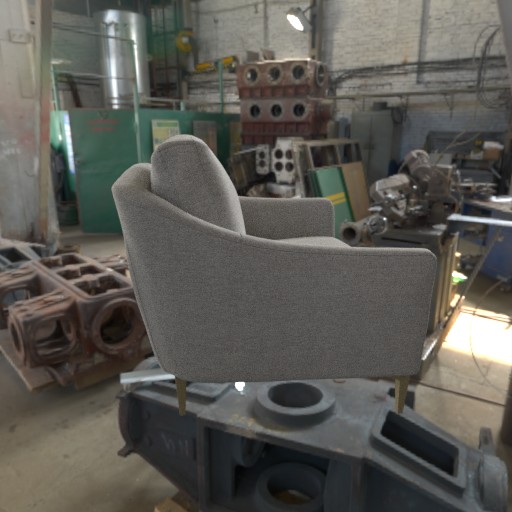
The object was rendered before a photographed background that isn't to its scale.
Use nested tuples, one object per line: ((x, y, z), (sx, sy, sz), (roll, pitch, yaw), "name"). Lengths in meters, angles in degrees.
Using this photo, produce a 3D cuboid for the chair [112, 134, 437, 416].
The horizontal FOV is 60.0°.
((0.000, 0.000, 1.722), (0.961, 0.902, 0.986), (-3, 17, -9), "chair")
